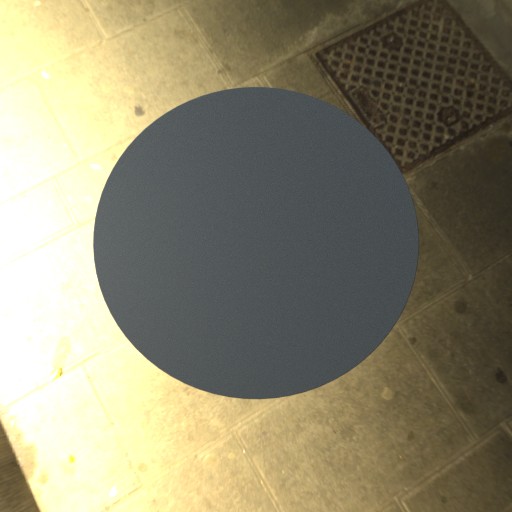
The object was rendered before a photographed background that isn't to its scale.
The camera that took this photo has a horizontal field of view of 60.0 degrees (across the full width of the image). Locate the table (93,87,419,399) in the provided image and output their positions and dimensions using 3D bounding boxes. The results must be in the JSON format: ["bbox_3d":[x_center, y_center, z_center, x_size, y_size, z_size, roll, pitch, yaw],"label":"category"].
[{"bbox_3d":[0.000,0.000,1.014,0.600,0.405,0.600,0,76,0],"label":"table"}]
